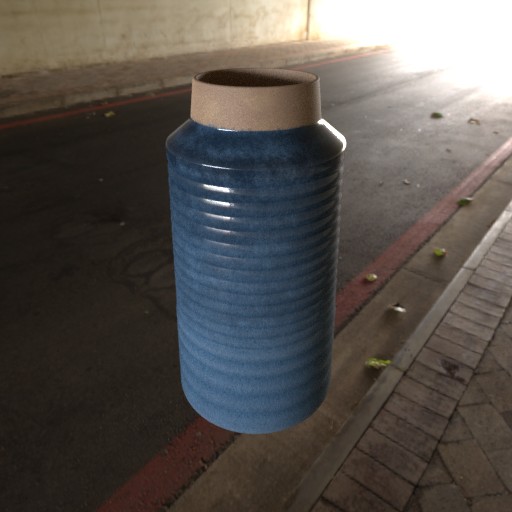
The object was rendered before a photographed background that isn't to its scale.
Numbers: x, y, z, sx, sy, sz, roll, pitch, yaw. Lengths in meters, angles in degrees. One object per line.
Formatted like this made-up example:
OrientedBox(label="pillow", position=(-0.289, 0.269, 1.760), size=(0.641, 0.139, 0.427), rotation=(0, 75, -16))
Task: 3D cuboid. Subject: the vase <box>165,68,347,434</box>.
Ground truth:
OrientedBox(label="vase", position=(0.000, 0.000, 0.416), size=(0.163, 0.316, 0.163), rotation=(0, 30, 0))
